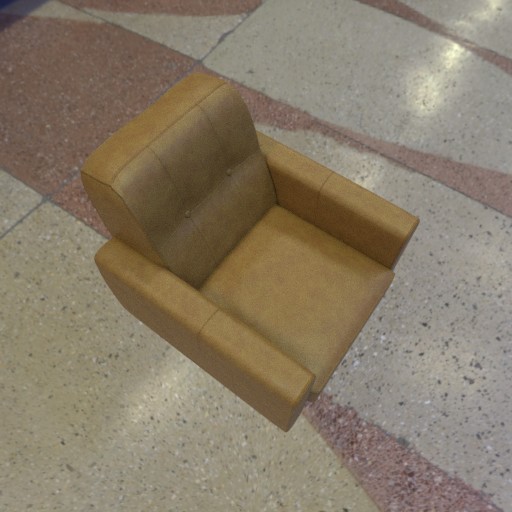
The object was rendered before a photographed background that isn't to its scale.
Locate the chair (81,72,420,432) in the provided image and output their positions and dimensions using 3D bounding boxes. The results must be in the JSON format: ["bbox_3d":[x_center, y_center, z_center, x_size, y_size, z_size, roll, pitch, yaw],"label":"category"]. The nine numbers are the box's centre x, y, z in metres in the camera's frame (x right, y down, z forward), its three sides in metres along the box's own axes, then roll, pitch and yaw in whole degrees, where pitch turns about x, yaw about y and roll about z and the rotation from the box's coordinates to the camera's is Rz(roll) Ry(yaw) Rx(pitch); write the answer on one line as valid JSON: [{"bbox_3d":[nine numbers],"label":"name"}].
[{"bbox_3d":[0.000,0.000,1.702,0.942,0.968,0.845,32,65,17],"label":"chair"}]
